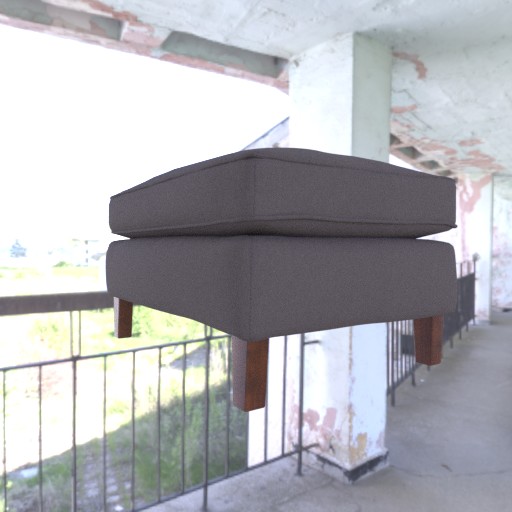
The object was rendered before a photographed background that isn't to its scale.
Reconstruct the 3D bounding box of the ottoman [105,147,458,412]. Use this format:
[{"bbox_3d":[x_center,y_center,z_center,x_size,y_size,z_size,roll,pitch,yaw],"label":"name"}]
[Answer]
[{"bbox_3d":[0.000,0.000,0.974,0.508,0.406,0.686,-1,2,-34],"label":"ottoman"}]
